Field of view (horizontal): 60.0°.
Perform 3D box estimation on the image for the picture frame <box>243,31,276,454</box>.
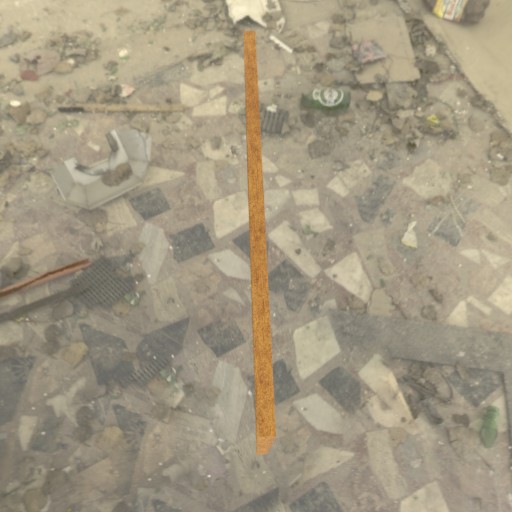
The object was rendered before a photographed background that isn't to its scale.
[{"bbox_3d":[0.000,0.000,1.157,0.029,0.621,0.922,-2,64,-1],"label":"picture frame"}]
